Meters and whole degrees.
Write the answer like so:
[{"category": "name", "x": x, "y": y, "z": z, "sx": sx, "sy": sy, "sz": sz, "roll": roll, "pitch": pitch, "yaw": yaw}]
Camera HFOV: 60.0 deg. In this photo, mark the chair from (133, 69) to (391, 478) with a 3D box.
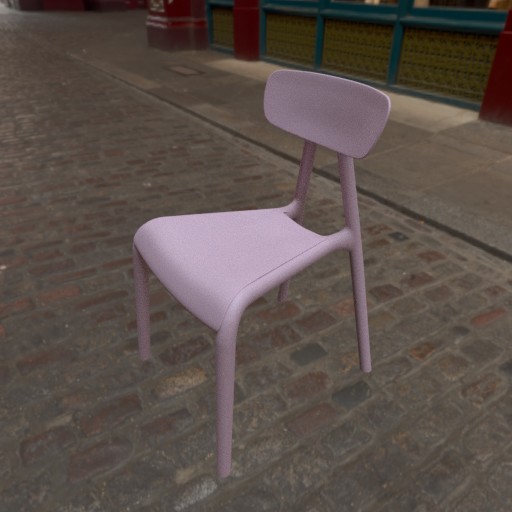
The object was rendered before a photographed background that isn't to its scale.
[{"category": "chair", "x": 0.000, "y": 0.000, "z": 0.819, "sx": 0.401, "sy": 0.580, "sz": 0.356, "roll": -21, "pitch": 39, "yaw": -29}]
